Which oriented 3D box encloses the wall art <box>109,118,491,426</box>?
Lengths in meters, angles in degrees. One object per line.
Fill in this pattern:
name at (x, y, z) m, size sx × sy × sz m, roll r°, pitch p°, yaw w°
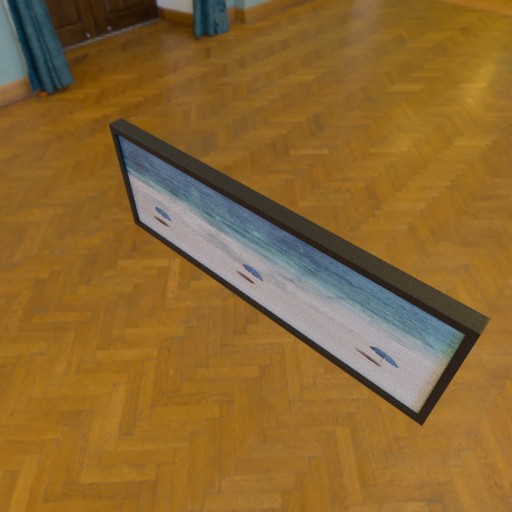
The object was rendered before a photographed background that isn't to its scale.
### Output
wall art at (0.000, 0.000, 0.928) m, size 0.860 × 0.303 × 0.037 m, roll 32°, pitch 54°, yaw 27°
